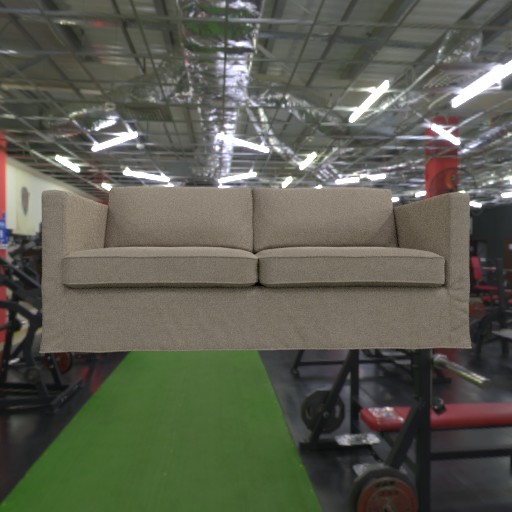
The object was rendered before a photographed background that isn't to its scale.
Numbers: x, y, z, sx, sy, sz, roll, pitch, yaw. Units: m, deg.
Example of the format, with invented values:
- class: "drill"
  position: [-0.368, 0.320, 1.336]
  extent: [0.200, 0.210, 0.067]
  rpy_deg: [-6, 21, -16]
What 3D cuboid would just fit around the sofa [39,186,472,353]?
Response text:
- class: "sofa"
  position: [0.000, 0.000, 2.448]
  extent: [1.987, 0.847, 0.956]
  rpy_deg: [0, 1, -3]
